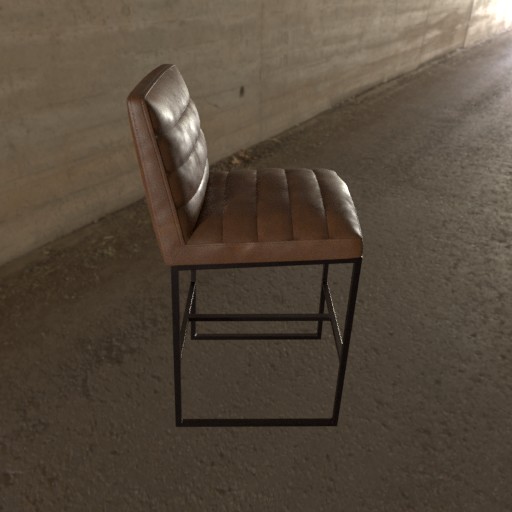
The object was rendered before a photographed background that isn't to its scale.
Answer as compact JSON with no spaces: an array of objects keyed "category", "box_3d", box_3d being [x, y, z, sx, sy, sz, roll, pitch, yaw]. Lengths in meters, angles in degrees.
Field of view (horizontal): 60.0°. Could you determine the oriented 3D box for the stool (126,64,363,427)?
[{"category":"stool","box_3d":[0.000,0.000,1.377,0.562,1.065,0.463,0,32,0]}]
